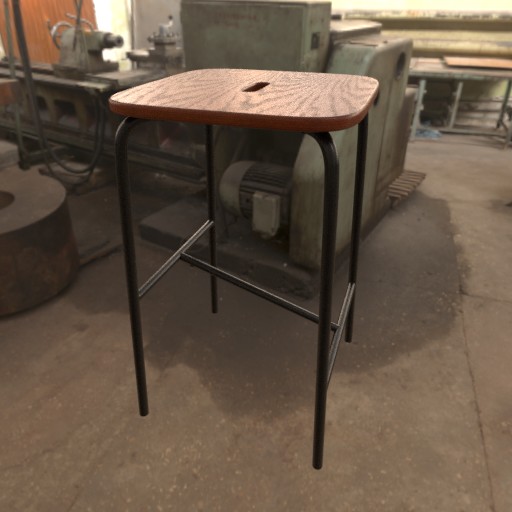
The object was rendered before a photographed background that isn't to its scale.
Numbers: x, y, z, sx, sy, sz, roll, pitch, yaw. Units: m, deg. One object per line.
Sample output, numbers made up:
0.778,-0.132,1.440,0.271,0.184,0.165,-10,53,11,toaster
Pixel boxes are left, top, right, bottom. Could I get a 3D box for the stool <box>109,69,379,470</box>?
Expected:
0.000,0.000,0.844,0.376,0.610,0.376,10,32,16,stool
